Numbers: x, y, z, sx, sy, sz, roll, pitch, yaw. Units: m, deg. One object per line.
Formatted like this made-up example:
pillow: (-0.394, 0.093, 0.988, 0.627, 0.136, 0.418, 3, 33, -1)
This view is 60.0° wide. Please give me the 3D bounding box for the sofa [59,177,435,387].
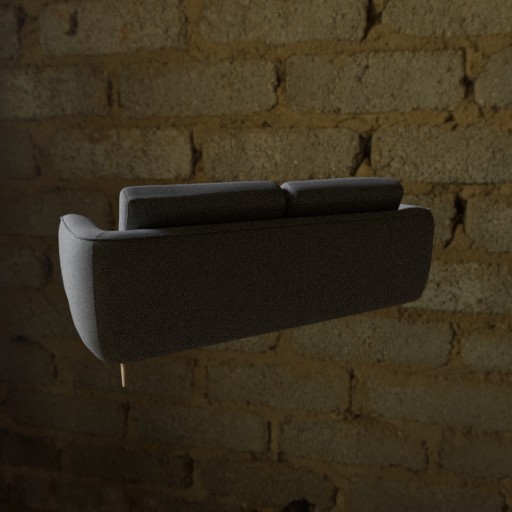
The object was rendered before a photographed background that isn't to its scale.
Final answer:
sofa: (0.000, 0.000, 2.491, 2.000, 0.870, 0.920, -7, 14, -27)
